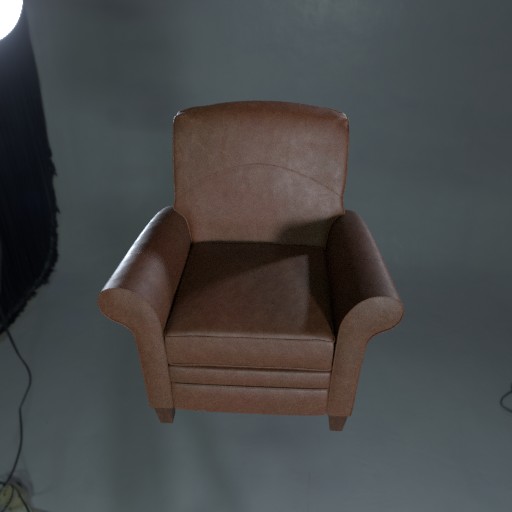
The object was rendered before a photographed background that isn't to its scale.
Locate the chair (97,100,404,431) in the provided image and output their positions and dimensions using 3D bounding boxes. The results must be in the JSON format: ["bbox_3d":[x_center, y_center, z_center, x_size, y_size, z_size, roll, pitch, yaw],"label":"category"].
[{"bbox_3d":[0.000,0.000,1.810,0.978,1.061,0.902,2,30,3],"label":"chair"}]
